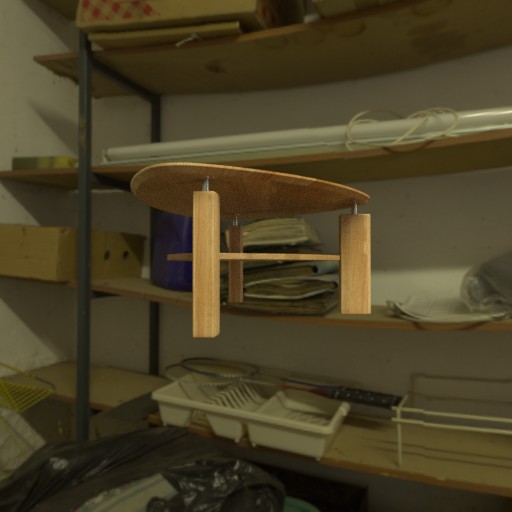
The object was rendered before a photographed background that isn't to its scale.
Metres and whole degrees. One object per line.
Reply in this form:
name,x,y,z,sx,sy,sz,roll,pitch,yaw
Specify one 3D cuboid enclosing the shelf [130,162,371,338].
shelf,0.000,0.000,1.700,0.863,0.439,1.240,0,-1,2
